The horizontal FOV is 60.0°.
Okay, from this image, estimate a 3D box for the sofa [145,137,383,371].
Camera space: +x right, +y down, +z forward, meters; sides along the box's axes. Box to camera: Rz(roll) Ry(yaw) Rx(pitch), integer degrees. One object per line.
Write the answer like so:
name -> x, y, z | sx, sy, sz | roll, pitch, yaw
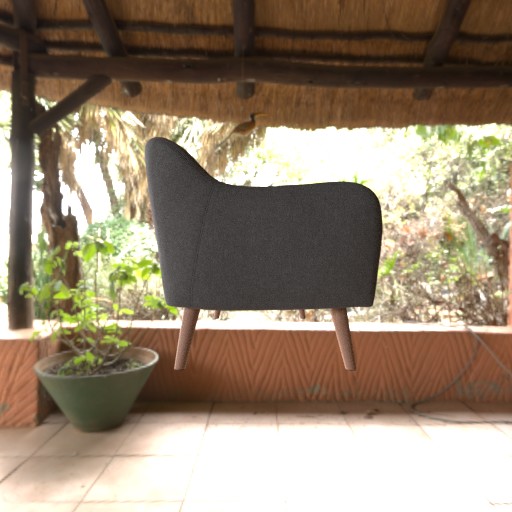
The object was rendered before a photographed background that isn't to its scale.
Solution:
sofa -> 0.000, 0.000, 2.295 | 0.820, 0.820, 1.840 | 0, -1, 0
